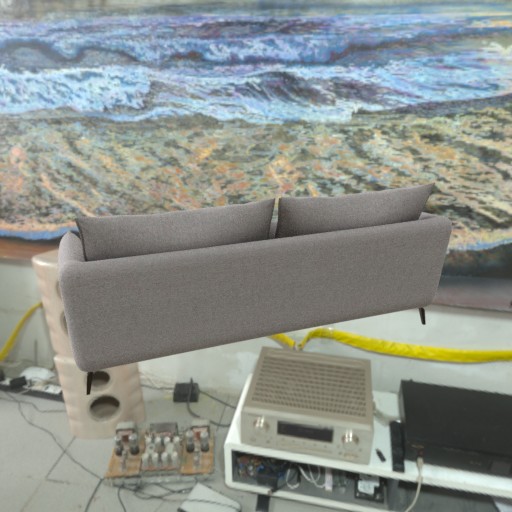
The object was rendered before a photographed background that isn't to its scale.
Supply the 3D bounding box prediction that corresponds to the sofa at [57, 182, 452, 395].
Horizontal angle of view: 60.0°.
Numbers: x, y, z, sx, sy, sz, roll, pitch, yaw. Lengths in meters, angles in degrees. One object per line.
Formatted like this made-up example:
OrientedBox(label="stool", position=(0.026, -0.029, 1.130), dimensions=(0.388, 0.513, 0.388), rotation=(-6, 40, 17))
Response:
OrientedBox(label="sofa", position=(0.000, 0.000, 2.418), dimensions=(2.022, 0.833, 0.809), rotation=(-8, 25, -17))
